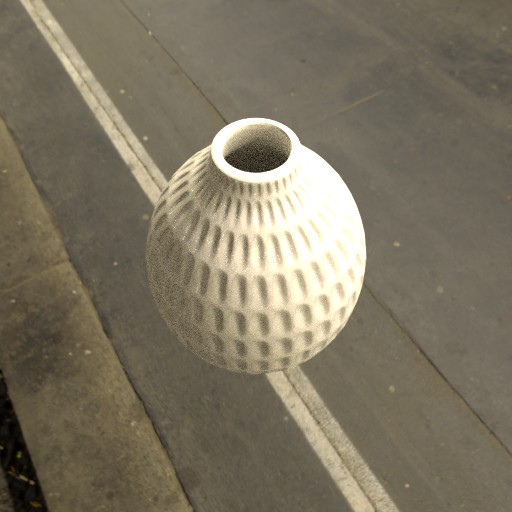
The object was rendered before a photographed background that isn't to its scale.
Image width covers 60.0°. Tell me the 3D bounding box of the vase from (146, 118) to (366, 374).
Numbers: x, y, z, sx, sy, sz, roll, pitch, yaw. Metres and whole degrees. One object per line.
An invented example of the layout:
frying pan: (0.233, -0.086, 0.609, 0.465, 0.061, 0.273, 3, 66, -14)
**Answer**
vase: (0.000, 0.000, 0.335, 0.162, 0.223, 0.162, 0, 57, 0)
